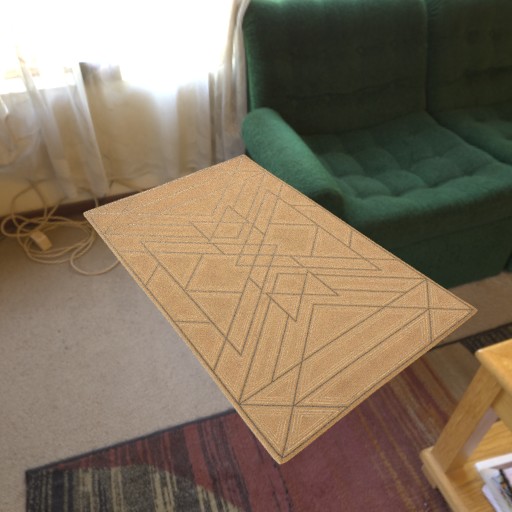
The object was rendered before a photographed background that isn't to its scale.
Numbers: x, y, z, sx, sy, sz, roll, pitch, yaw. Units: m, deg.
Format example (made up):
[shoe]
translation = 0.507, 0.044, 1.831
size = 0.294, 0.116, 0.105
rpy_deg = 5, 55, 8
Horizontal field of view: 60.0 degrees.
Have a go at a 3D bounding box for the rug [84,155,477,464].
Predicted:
[rug]
translation = 0.000, 0.000, 3.108
size = 1.575, 0.023, 2.459
rpy_deg = -26, 48, -27
